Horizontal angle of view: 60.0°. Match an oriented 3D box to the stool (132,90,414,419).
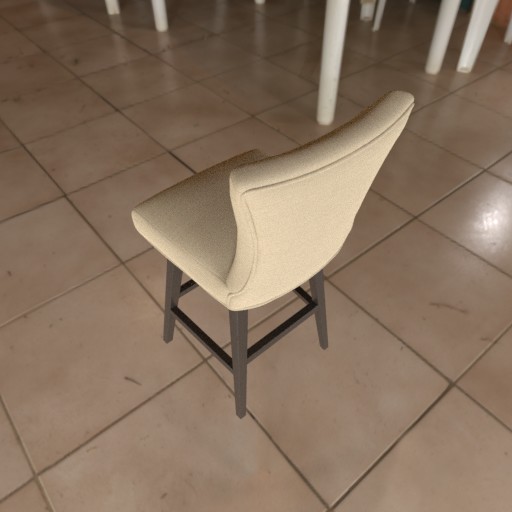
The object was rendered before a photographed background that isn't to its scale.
[{"bbox_3d":[0.000,0.000,1.376,0.514,1.086,0.574,-32,54,-27],"label":"stool"}]
